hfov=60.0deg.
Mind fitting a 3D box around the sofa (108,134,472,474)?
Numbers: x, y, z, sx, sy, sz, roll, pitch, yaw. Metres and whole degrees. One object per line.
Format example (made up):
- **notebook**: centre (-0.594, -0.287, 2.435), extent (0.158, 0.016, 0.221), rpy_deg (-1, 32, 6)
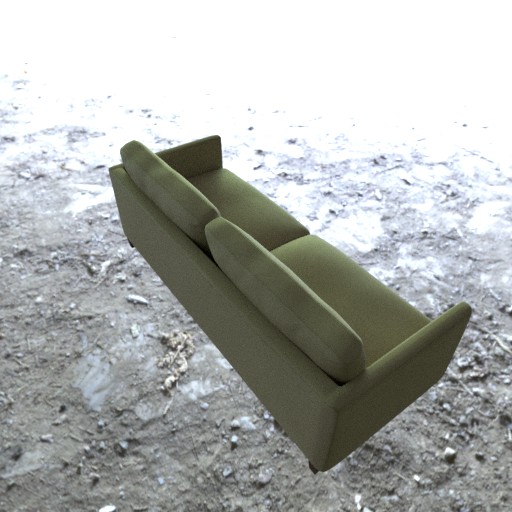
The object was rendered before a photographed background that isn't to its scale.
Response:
- **sofa**: centre (0.000, 0.000, 2.852), extent (0.988, 0.912, 2.404), rpy_deg (-26, 47, -26)
